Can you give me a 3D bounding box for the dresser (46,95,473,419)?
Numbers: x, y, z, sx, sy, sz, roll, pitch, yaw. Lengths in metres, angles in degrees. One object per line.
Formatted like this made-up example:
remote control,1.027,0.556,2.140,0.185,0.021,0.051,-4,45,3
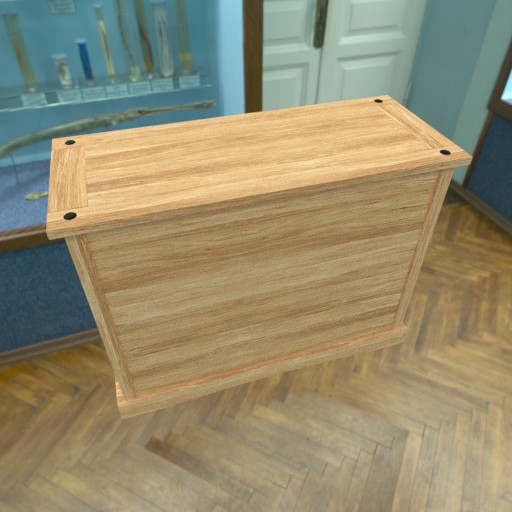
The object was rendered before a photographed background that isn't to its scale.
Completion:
dresser,0.000,0.000,1.367,0.990,0.740,0.410,-12,43,-13
